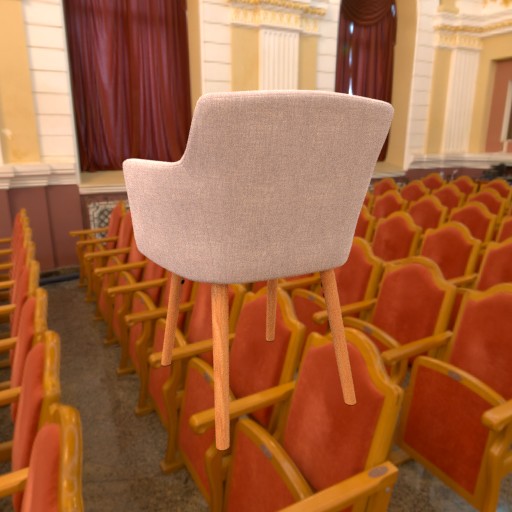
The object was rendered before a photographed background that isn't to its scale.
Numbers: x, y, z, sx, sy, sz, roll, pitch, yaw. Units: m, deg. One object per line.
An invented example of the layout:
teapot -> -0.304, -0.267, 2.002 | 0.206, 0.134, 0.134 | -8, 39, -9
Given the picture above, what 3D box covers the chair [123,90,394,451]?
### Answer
chair -> 0.000, 0.000, 1.169 | 0.570, 0.780, 0.540 | -8, 17, -27
